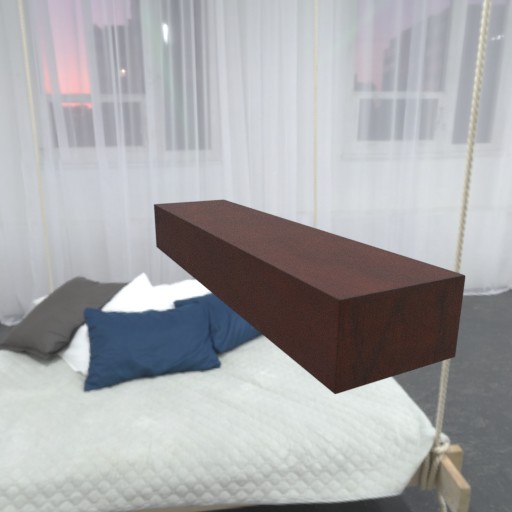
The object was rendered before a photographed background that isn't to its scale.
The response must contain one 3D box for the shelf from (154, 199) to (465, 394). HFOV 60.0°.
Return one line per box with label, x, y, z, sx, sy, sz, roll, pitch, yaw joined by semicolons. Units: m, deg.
shelf;0.000;0.000;0.672;0.152;0.088;0.607;-8;17;-26
